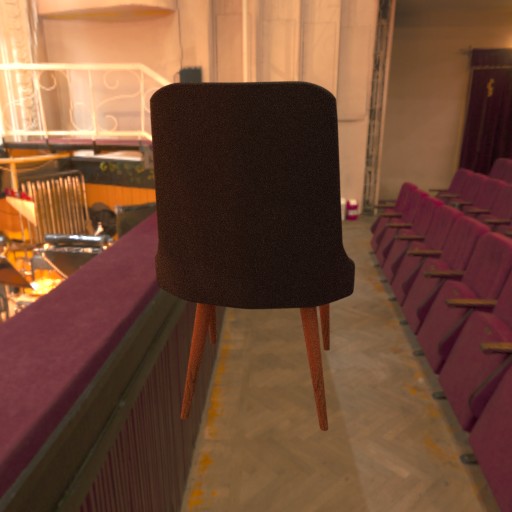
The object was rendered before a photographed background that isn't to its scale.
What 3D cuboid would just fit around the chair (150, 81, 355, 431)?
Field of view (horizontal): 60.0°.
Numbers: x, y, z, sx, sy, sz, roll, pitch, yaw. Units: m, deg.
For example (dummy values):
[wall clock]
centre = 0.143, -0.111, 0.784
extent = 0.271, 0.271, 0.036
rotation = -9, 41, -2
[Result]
[chair]
centre = 0.000, 0.000, 1.173
extent = 0.504, 0.820, 0.567
rotation = 2, 17, 7
